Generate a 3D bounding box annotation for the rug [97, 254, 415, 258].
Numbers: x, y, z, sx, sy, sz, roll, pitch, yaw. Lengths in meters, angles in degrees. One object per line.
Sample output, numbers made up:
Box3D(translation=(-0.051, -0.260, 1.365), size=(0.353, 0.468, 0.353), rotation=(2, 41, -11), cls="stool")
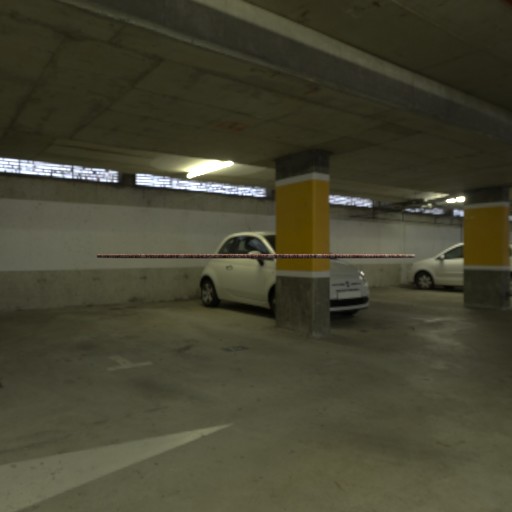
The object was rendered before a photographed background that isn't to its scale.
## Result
Box3D(translation=(0.000, 0.000, 2.237), size=(1.514, 0.015, 1.514), rotation=(0, 0, 0), cls="rug")
